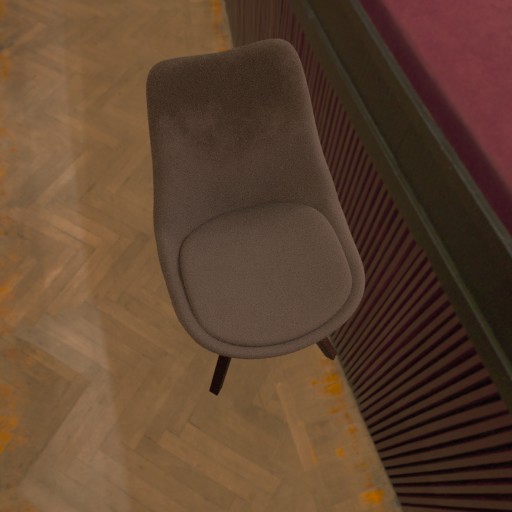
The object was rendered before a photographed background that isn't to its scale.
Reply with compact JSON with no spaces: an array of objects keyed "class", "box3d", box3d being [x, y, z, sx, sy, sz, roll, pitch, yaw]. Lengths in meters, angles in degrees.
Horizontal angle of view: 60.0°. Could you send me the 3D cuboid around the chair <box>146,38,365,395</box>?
[{"class":"chair","box3d":[0.000,0.000,1.155,0.476,0.850,0.550,-15,63,-8]}]
